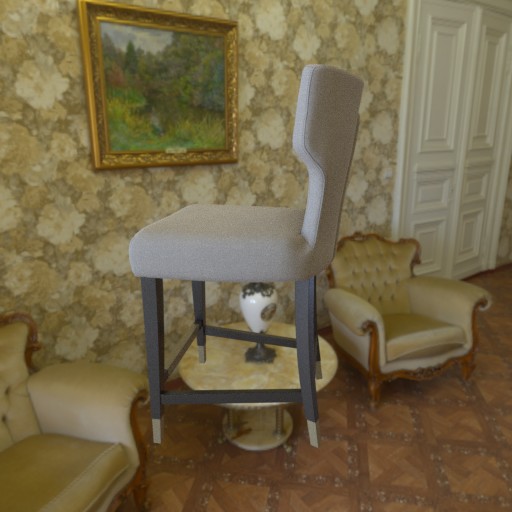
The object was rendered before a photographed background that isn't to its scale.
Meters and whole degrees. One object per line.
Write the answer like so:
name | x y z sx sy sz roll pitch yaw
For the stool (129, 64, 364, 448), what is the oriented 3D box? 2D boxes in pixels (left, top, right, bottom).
stool | 0.000 0.000 1.311 0.563 0.982 0.527 2 15 9
